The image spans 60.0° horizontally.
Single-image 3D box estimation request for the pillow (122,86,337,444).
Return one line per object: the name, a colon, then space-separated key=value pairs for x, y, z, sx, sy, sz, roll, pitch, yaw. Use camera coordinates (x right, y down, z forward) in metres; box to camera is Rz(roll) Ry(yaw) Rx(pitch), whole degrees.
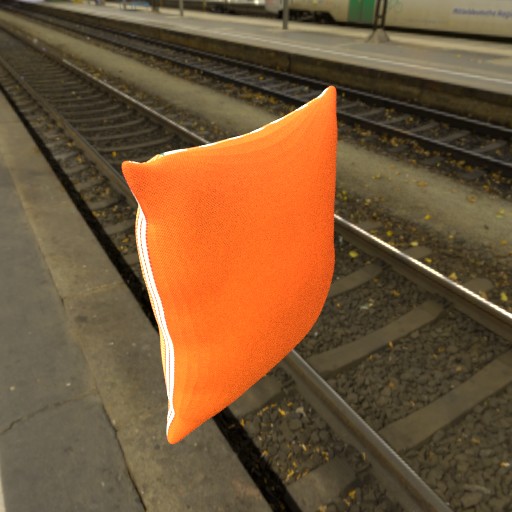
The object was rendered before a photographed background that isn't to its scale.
pillow: x=0.000 y=0.000 z=0.689 sx=0.182 sy=0.441 sz=0.440 roll=21 pitch=38 yaw=31
